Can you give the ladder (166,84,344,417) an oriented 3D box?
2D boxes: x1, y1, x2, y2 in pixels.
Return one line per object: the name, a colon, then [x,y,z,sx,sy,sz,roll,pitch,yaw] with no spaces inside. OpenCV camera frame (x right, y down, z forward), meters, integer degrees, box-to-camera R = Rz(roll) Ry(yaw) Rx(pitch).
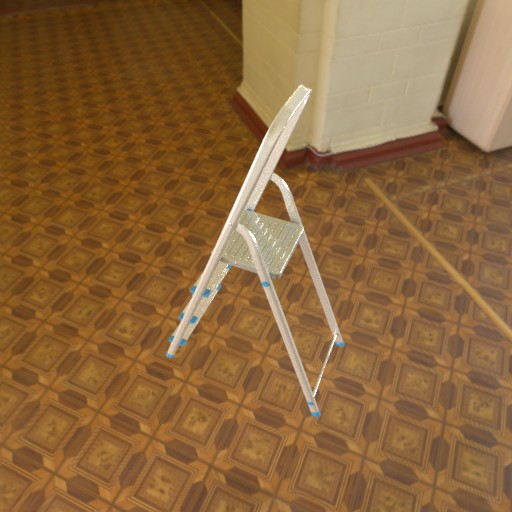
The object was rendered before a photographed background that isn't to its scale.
ladder: [0.000,0.000,1.833,0.842,1.434,0.445,17,48,16]
